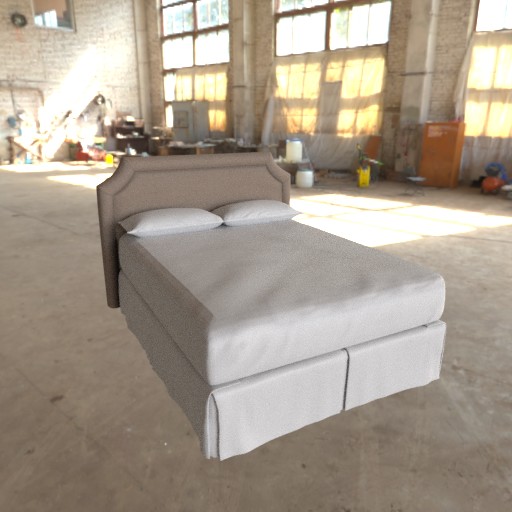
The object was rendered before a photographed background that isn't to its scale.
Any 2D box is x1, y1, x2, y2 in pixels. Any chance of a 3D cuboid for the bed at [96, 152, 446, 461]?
[{"bbox_3d":[0.000,0.000,3.215,1.828,1.303,2.164,-9,19,-27],"label":"bed"}]
